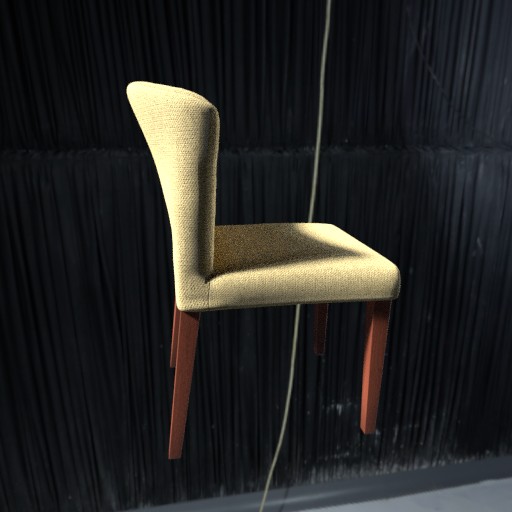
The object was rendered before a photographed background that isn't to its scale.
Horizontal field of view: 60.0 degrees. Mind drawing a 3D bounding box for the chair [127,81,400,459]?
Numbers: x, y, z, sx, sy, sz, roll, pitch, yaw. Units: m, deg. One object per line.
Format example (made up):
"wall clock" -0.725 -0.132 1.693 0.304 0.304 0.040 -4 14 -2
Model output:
"chair" 0.000 0.000 1.165 0.589 0.839 0.491 -3 17 -10
